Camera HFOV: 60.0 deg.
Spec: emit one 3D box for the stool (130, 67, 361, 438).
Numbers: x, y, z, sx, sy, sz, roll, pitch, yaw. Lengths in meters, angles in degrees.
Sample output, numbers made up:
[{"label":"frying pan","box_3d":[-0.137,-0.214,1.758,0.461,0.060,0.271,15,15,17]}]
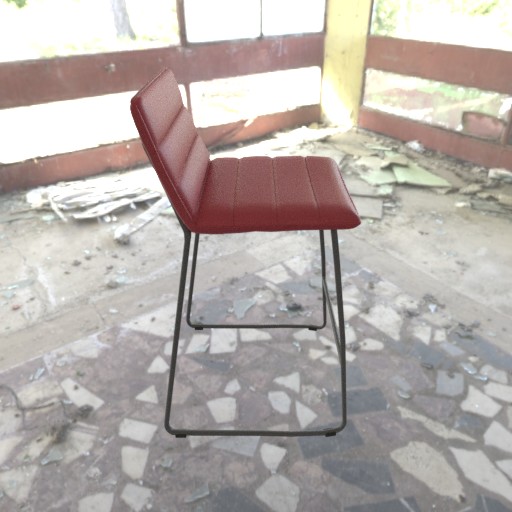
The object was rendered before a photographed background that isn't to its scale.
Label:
[{"label":"stool","box_3d":[0.000,0.000,1.239,0.524,0.937,0.489,0,32,0]}]
